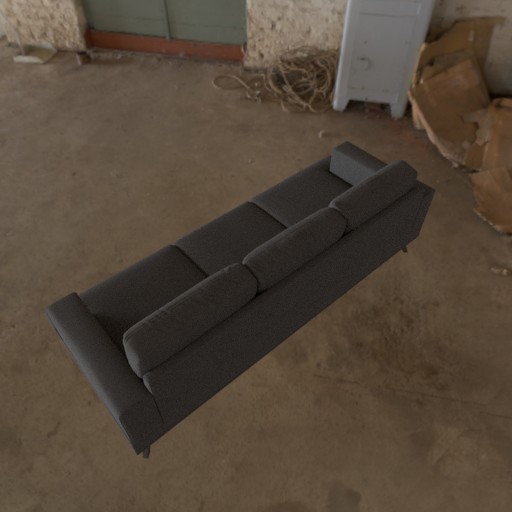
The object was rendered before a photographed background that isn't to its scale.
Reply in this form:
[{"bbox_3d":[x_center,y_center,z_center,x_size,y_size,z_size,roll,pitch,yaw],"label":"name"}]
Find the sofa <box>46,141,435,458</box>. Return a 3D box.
[{"bbox_3d":[0.000,0.000,2.704,2.310,0.810,0.920,-33,55,-26],"label":"sofa"}]
